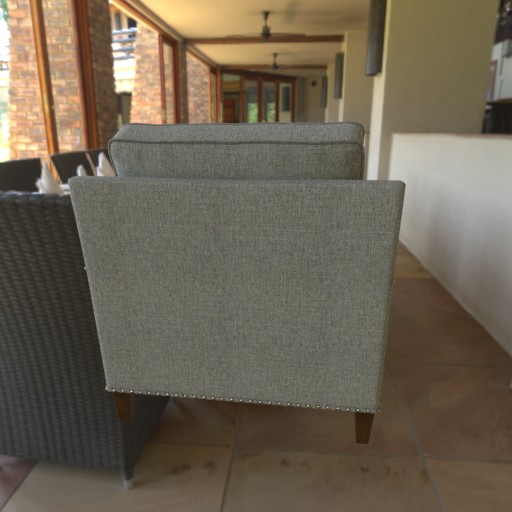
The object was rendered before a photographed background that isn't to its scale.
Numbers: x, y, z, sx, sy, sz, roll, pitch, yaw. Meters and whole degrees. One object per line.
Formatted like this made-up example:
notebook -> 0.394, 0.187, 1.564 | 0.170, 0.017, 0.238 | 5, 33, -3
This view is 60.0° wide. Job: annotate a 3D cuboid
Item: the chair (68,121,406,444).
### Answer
chair -> 0.000, 0.000, 1.648 | 0.853, 0.943, 1.014 | 2, 16, 8
